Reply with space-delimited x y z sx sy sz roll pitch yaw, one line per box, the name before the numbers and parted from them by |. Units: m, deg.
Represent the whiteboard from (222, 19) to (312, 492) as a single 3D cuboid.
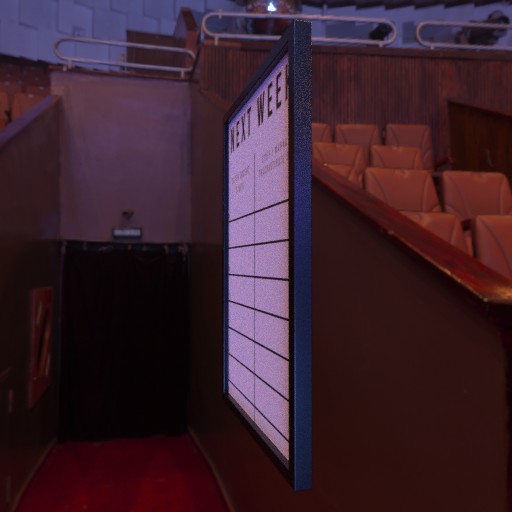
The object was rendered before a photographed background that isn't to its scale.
whiteboard | 0.000 0.000 0.768 0.026 0.611 0.406 0 -1 -17
